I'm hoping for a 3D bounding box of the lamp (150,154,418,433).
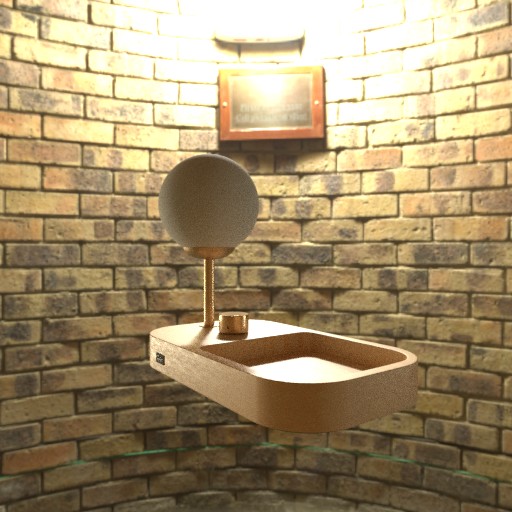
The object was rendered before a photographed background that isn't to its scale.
[{"bbox_3d":[0.000,0.000,0.477,0.173,0.253,0.331,0,1,-36],"label":"lamp"}]
